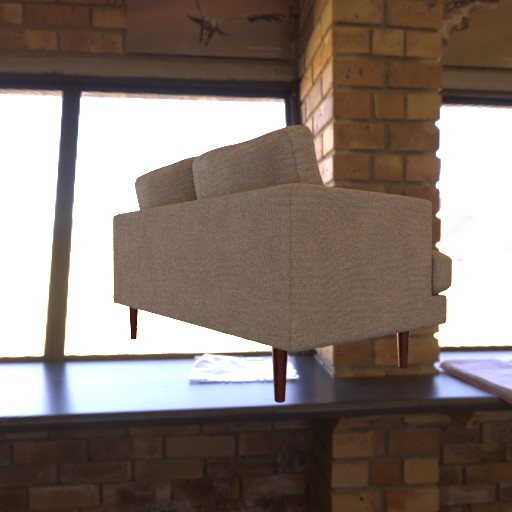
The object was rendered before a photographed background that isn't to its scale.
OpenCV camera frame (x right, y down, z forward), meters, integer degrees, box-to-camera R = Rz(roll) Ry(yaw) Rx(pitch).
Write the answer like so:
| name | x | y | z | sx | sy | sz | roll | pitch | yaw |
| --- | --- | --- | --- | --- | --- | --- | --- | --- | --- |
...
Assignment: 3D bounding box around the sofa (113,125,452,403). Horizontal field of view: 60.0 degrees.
| name | x | y | z | sx | sy | sz | roll | pitch | yaw |
| --- | --- | --- | --- | --- | --- | --- | --- | --- | --- |
| sofa | 0.000 | 0.000 | 2.198 | 0.903 | 0.944 | 1.582 | -1 | 1 | -37 |
